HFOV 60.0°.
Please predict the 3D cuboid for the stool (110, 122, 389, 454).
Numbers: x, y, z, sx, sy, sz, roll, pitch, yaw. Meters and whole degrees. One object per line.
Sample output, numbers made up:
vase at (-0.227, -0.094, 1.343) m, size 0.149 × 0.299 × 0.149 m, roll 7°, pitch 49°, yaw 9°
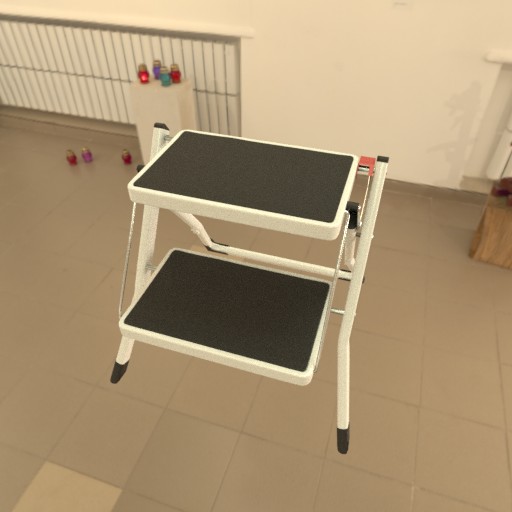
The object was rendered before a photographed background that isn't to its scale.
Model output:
stool at (0.000, 0.000, 0.858) m, size 0.485 × 0.445 × 0.490 m, roll 12°, pitch 43°, yaw 13°
